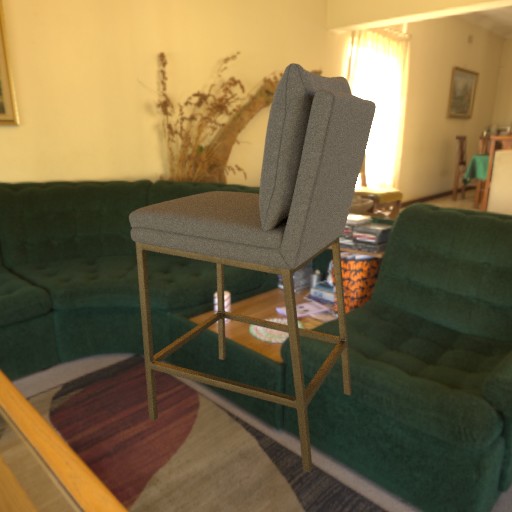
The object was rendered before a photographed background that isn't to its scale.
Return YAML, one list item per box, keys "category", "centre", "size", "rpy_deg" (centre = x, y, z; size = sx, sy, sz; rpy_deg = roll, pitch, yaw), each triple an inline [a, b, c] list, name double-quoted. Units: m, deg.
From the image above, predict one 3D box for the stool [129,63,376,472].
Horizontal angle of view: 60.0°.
- category: "stool"
  centre: [0.000, 0.000, 1.338]
  size: [0.569, 1.030, 0.463]
  rpy_deg: [8, 18, 26]
